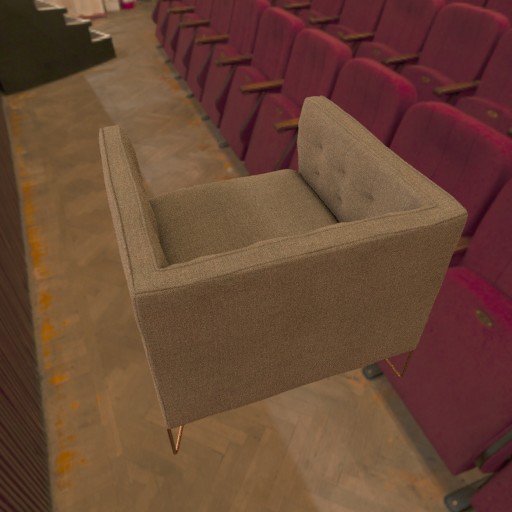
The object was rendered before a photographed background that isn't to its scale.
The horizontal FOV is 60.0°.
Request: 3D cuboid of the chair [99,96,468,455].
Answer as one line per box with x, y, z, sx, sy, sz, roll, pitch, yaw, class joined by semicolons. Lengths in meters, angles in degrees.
0.000;0.000;1.633;0.920;0.799;0.912;-13;43;-15;chair
